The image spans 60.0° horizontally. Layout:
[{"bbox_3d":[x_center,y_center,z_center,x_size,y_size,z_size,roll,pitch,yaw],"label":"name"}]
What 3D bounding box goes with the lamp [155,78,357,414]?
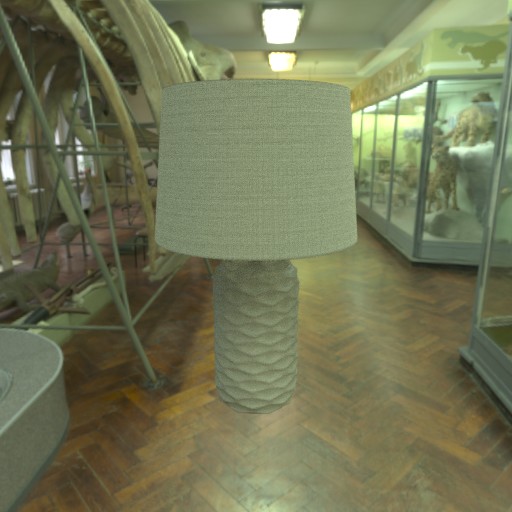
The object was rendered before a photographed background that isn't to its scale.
[{"bbox_3d":[0.000,0.000,0.851,0.376,0.594,0.376,0,14,0],"label":"lamp"}]
